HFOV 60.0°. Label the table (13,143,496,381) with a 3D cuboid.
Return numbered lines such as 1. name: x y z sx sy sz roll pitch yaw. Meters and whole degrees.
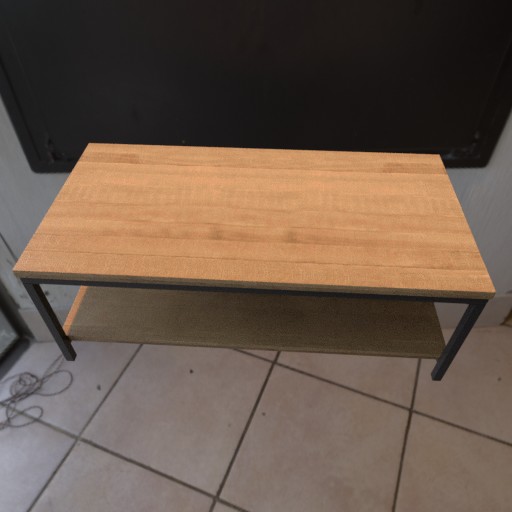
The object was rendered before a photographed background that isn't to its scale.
1. table: 0.000 0.000 1.339 1.100 0.399 0.551 2 46 2
